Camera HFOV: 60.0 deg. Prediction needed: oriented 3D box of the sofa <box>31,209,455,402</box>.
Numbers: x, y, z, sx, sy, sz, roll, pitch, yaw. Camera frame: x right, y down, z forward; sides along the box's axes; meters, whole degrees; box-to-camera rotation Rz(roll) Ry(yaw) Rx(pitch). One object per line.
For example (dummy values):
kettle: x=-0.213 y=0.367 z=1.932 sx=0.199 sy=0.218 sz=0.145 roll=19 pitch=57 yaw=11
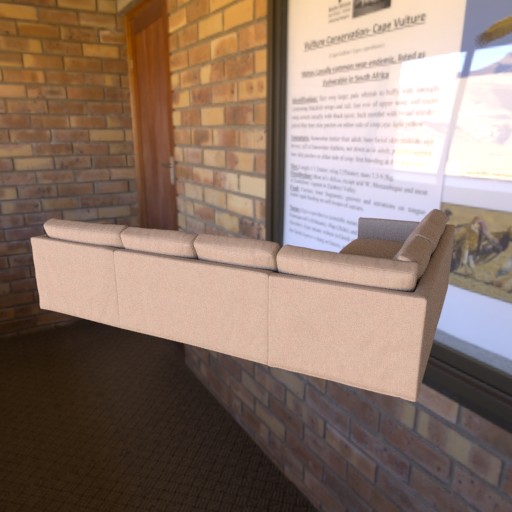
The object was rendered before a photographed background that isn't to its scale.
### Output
sofa: x=0.000 y=0.000 z=4.409 sx=3.460 sy=0.882 sz=2.427 roll=8 pitch=17 yaw=26
